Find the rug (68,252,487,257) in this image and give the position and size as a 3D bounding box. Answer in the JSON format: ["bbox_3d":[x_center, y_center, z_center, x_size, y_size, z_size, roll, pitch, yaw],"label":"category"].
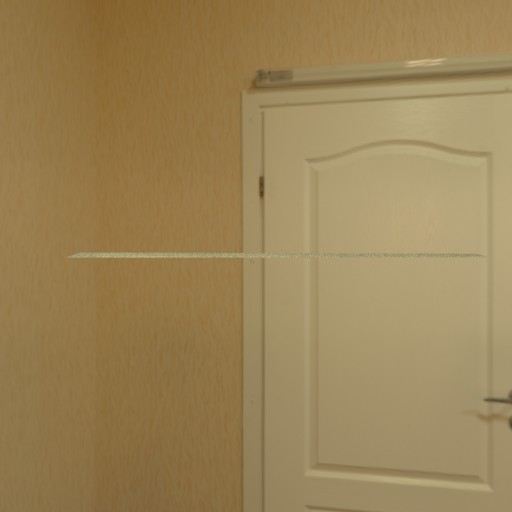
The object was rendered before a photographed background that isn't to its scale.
[{"bbox_3d":[0.000,0.000,3.889,2.933,0.027,2.332,0,0,-19],"label":"rug"}]
